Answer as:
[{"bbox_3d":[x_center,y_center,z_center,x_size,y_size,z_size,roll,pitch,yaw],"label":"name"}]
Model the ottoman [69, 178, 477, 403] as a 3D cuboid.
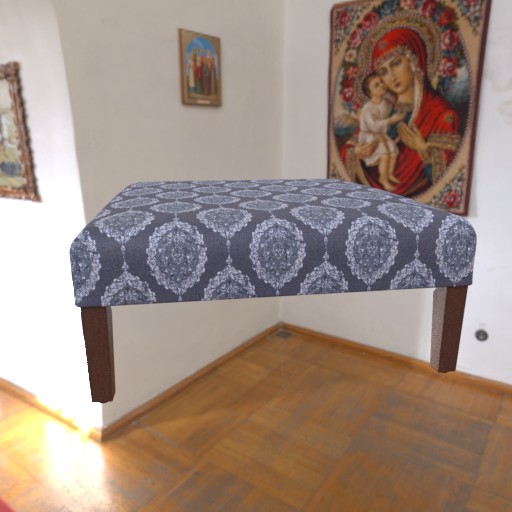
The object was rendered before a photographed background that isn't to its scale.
[{"bbox_3d":[0.000,0.000,1.391,0.889,0.409,0.890,-2,16,-9],"label":"ottoman"}]
